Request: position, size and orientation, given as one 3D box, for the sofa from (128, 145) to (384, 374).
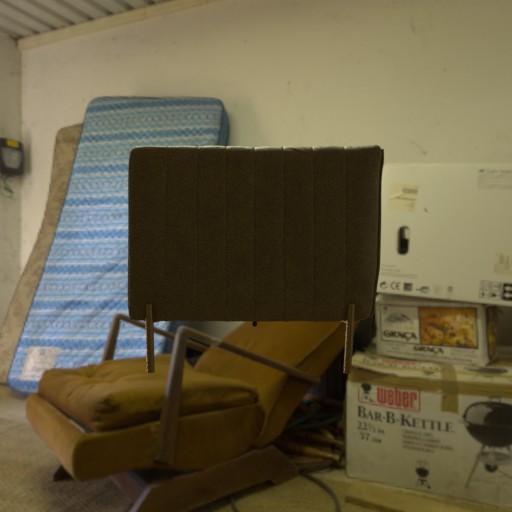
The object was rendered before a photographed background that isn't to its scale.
[{"bbox_3d":[0.000,0.000,2.441,0.876,0.779,1.980,0,0,0],"label":"sofa"}]
